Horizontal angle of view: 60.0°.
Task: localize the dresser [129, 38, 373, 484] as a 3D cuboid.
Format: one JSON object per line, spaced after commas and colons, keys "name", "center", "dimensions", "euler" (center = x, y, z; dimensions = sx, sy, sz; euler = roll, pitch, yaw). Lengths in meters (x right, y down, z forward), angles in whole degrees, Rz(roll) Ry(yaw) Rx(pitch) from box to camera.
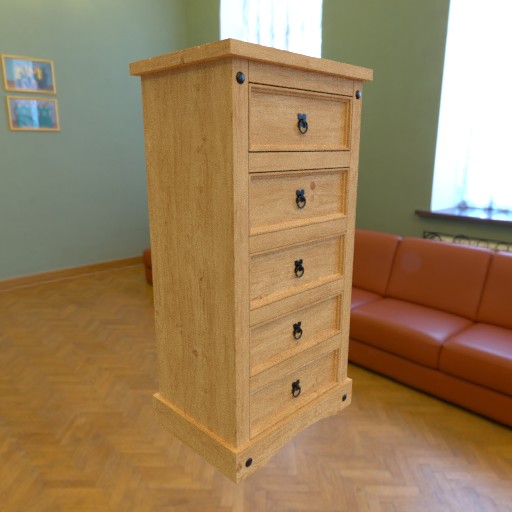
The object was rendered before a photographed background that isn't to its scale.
{"name": "dresser", "center": [0.000, 0.000, 1.309], "dimensions": [0.531, 1.041, 0.390], "euler": [-13, 19, -43]}
